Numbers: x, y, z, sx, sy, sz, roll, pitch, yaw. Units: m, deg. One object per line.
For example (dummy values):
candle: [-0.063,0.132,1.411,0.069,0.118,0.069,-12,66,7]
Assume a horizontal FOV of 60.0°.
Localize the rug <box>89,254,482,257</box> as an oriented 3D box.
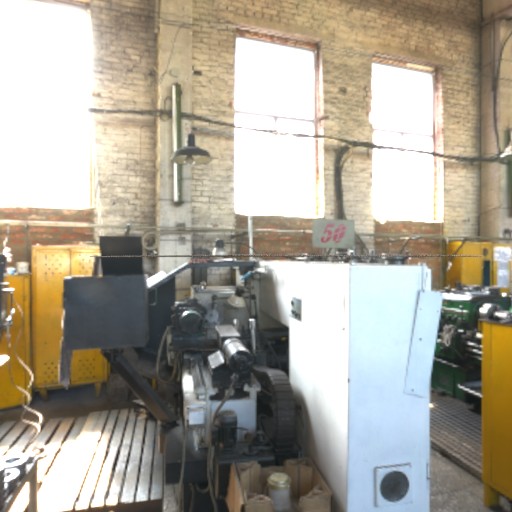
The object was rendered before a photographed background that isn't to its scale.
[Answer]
rug: [0.000,0.000,2.640,2.335,0.013,0.697,0,0,36]
